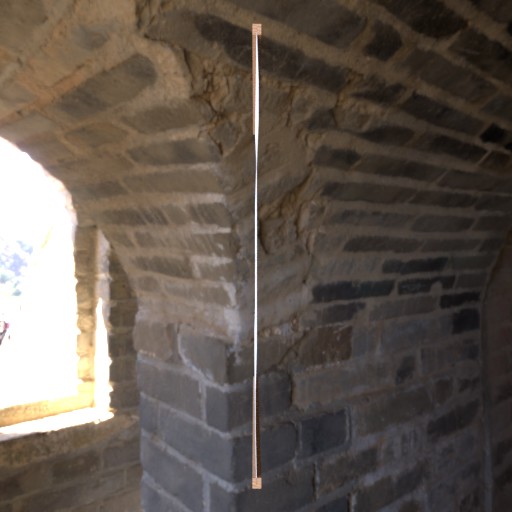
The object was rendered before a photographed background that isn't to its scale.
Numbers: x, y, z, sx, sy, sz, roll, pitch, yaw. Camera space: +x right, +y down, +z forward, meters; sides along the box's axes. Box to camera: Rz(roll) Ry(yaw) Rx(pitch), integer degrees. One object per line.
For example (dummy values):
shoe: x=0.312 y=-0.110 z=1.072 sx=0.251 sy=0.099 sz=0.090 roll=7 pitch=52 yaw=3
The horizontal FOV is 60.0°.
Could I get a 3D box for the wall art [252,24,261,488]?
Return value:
wall art: x=0.000 y=0.000 z=0.685 sx=0.010 sy=0.507 sz=0.404 roll=0 pitch=0 yaw=0
